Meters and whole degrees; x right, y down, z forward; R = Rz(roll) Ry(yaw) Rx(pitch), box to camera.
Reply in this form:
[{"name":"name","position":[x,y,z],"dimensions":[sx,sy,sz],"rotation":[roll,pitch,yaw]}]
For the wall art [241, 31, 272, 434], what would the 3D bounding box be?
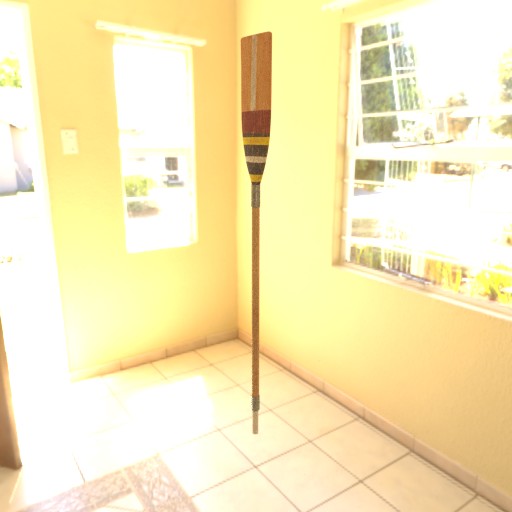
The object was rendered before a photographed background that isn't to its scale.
[{"name":"wall art","position":[0.000,0.000,1.698],"dimensions":[0.038,1.556,0.146],"rotation":[-13,19,-43]}]
